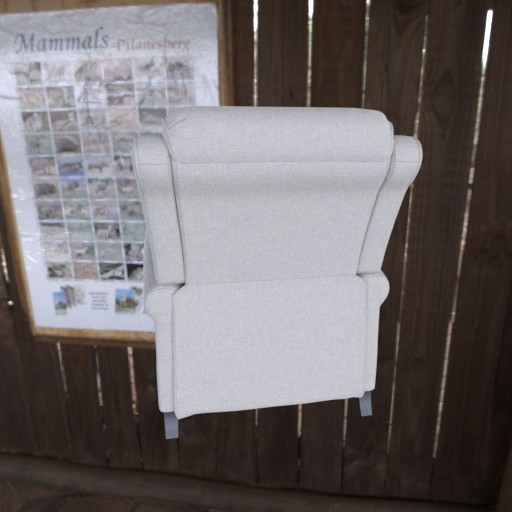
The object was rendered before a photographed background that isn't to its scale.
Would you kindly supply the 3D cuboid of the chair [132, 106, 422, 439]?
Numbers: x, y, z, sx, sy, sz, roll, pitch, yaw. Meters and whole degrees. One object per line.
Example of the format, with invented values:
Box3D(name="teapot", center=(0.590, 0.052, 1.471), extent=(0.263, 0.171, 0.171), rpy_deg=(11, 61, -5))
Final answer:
Box3D(name="chair", center=(0.000, 0.000, 1.707), extent=(0.859, 1.046, 0.919), rpy_deg=(-3, 15, -10))
